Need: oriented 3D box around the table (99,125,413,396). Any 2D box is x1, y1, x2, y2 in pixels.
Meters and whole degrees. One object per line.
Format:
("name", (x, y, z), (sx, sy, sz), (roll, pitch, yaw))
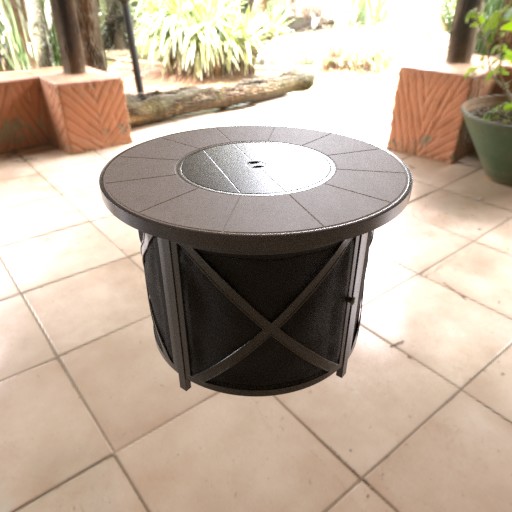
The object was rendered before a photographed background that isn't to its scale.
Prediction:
("table", (0.000, 0.000, 1.516), (0.914, 0.650, 0.914), (0, 31, 0))
